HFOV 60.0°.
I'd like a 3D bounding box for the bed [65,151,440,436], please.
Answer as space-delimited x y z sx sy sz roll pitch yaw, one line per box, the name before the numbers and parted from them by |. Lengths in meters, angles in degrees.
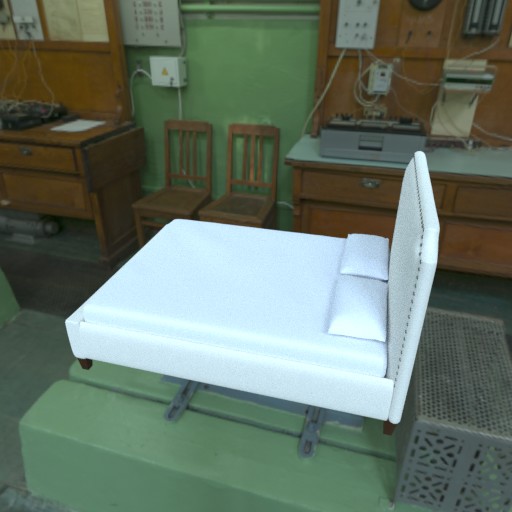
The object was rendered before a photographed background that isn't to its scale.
bed | 0.000 0.000 3.449 2.372 1.443 1.712 8 30 13
